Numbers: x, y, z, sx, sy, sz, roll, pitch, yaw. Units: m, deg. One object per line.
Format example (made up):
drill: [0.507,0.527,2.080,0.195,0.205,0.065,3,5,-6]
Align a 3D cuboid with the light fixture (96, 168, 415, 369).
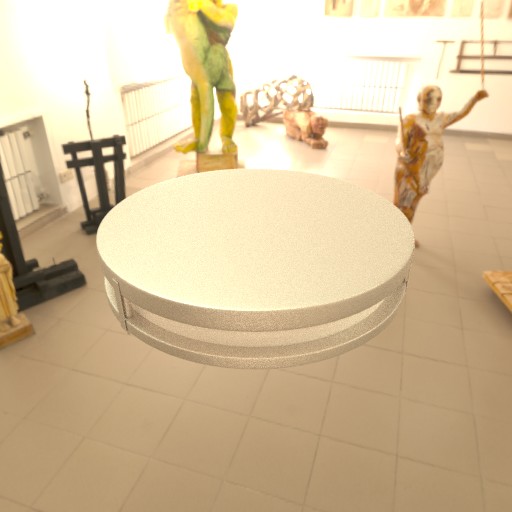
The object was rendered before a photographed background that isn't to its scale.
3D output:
light fixture: [0.000,0.000,0.540,0.356,0.102,0.356,0,30,0]
